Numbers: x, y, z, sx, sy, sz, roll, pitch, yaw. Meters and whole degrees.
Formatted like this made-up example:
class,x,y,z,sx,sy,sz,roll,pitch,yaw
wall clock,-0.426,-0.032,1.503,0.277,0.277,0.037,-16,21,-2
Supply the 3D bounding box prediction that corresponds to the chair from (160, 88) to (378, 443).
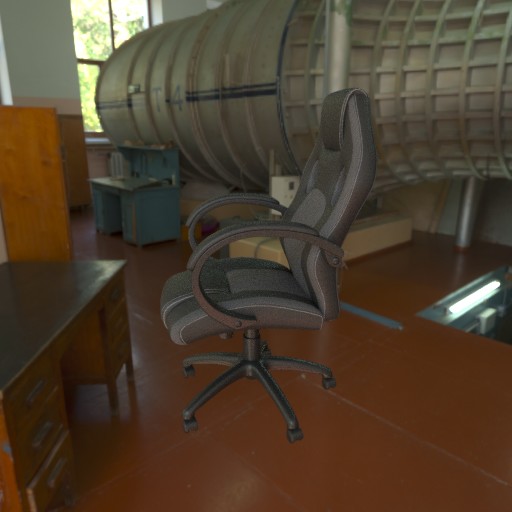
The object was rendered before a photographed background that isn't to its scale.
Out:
class,x,y,z,sx,sy,sz,roll,pitch,yaw
chair,0.000,0.000,1.672,0.724,1.187,0.673,-3,16,-9
